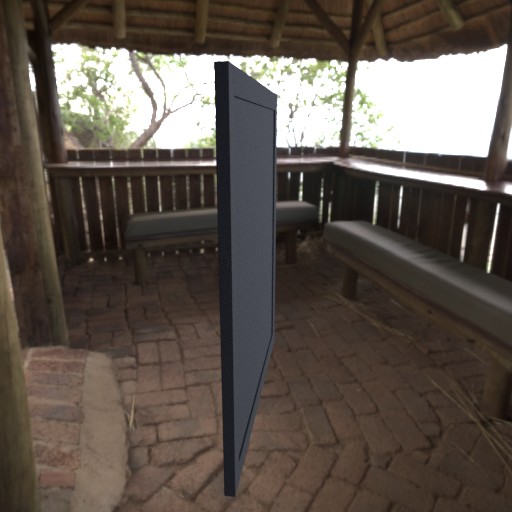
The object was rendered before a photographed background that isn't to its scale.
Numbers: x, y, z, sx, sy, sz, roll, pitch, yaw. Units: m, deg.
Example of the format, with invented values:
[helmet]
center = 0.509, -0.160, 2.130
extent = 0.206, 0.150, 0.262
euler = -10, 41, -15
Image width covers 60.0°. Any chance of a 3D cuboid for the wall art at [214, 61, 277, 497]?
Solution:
[wall art]
center = 0.000, 0.000, 0.496
extent = 0.010, 0.361, 0.311
euler = 2, 16, 8
